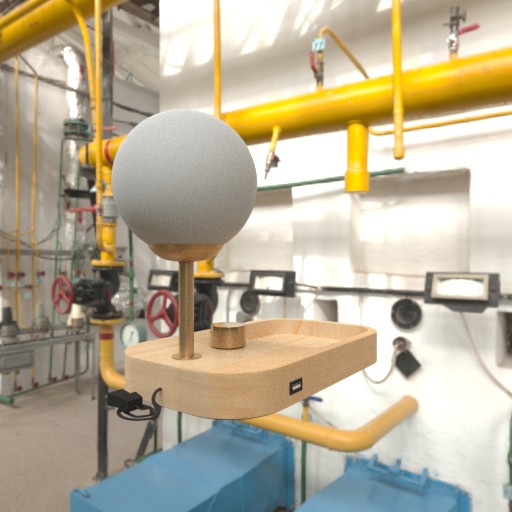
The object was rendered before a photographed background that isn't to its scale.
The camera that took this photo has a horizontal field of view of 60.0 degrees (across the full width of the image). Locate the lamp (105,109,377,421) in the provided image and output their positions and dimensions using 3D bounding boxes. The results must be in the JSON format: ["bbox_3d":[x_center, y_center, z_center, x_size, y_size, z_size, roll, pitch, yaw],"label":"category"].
[{"bbox_3d":[0.000,0.000,0.471,0.173,0.253,0.331,0,0,37],"label":"lamp"}]
